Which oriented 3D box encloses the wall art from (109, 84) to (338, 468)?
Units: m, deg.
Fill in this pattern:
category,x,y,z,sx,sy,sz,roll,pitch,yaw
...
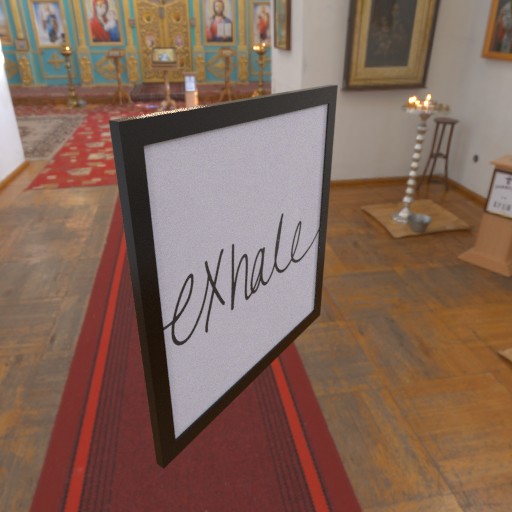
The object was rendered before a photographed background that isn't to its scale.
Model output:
category,x,y,z,sx,sy,sz,roll,pitch,yaw
wall art,0.000,0.000,0.657,0.014,0.445,0.446,17,31,31
